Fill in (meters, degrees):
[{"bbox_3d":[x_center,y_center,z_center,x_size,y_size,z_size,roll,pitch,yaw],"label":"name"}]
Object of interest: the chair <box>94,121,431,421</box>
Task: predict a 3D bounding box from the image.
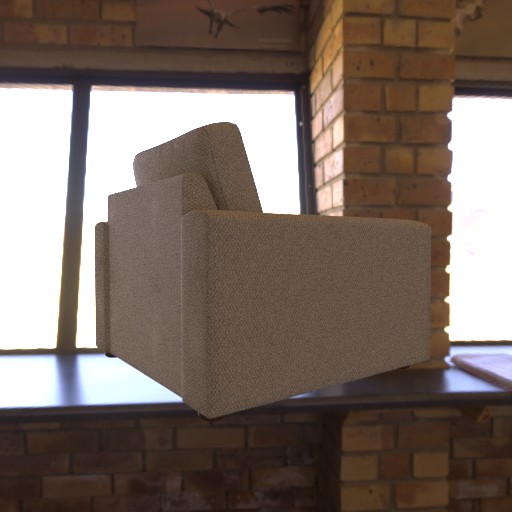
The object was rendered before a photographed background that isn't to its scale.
[{"bbox_3d":[0.000,0.000,1.813,1.016,0.873,1.005,-1,2,-36],"label":"chair"}]
